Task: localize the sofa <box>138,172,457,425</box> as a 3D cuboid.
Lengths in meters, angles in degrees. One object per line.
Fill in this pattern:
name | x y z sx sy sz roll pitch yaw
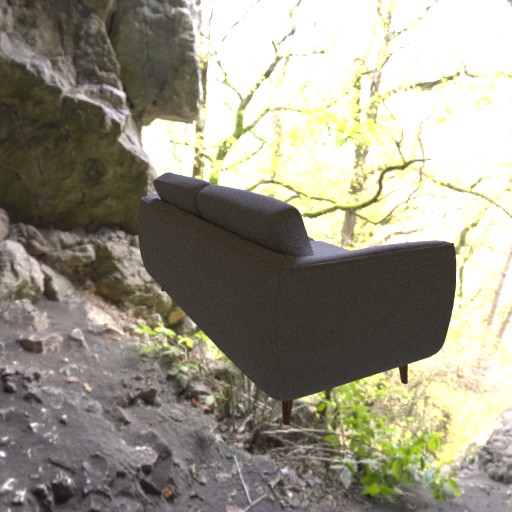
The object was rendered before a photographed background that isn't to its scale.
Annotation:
sofa | 0.000 0.000 2.473 0.920 0.850 2.000 -8 17 -26
